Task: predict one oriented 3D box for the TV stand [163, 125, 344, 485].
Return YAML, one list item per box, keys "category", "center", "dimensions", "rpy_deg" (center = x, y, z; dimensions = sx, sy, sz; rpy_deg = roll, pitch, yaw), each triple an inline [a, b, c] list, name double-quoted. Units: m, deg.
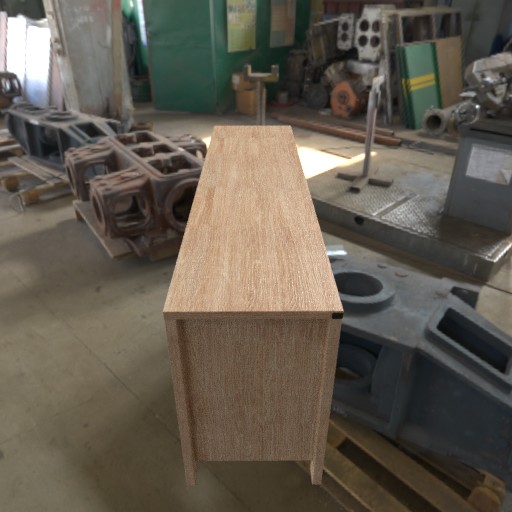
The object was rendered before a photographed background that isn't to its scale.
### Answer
- category: "TV stand"
  center: [0.000, 0.000, 1.701]
  dimensions: [0.398, 0.610, 1.466]
  rpy_deg: [0, 31, 0]
